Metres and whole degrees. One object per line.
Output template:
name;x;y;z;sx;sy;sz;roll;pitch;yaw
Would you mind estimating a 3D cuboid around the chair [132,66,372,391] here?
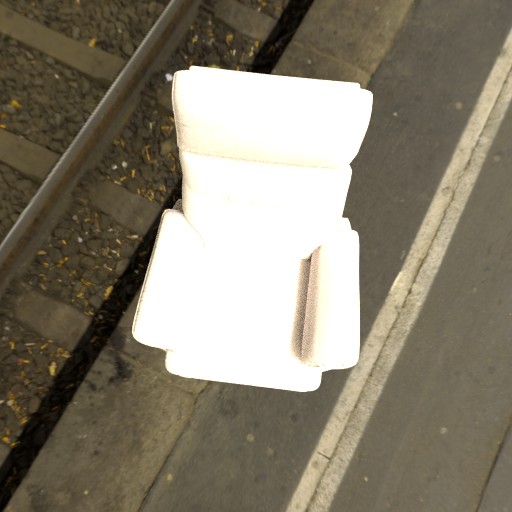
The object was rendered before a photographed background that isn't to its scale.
chair;0.000;0.000;1.742;0.820;1.039;1.001;7;76;2
